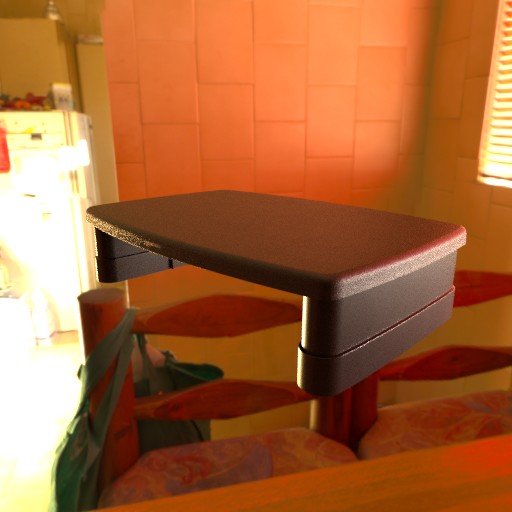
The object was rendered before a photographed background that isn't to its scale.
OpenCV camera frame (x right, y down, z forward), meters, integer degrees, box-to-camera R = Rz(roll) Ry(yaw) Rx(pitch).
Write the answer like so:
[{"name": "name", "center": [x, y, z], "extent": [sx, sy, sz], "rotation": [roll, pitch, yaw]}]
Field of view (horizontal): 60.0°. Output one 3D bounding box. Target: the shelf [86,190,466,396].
[{"name": "shelf", "center": [0.000, 0.000, 0.531], "extent": [0.280, 0.100, 0.410], "rotation": [-15, 22, -42]}]
